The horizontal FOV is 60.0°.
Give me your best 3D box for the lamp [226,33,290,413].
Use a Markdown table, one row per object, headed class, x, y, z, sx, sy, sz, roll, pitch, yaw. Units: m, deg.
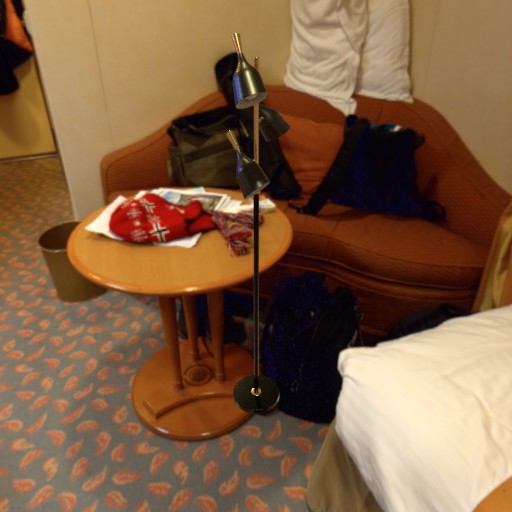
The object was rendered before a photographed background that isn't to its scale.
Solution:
| class | x | y | z | sx | sy | sz | roll | pitch | yaw |
| --- | --- | --- | --- | --- | --- | --- | --- | --- | --- |
| lamp | 0.000 | 0.000 | 1.975 | 0.253 | 1.778 | 0.434 | 10 | 32 | 17 |
